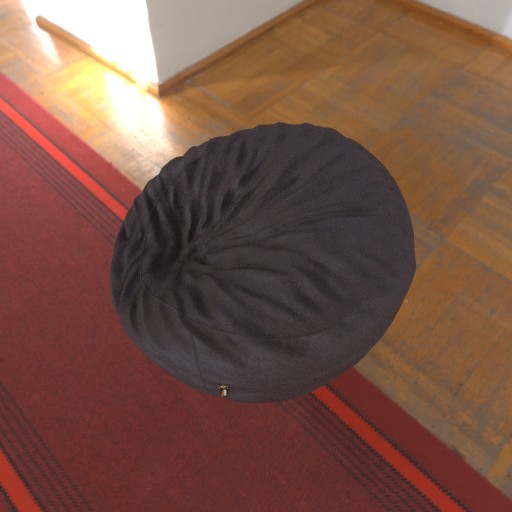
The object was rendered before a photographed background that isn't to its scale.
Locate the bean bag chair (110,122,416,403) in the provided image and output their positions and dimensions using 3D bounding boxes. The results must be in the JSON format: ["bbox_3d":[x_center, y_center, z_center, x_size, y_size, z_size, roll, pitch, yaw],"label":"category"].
[{"bbox_3d":[0.000,0.000,1.990,1.245,0.821,1.245,0,57,0],"label":"bean bag chair"}]
